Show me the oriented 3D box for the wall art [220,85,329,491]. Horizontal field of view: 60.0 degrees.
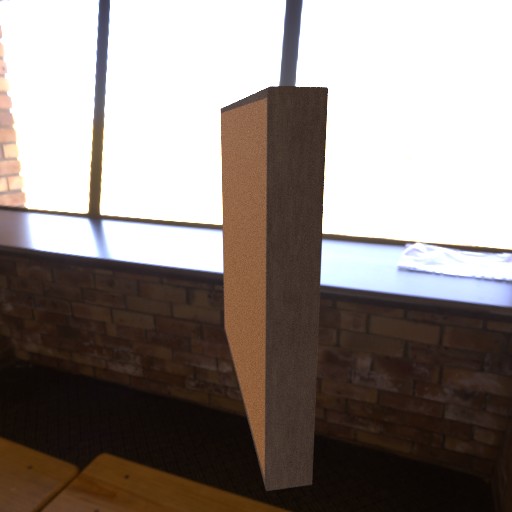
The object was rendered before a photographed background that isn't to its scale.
[{"bbox_3d":[0.000,0.000,0.457,0.038,0.302,0.303,-3,16,-10],"label":"wall art"}]
